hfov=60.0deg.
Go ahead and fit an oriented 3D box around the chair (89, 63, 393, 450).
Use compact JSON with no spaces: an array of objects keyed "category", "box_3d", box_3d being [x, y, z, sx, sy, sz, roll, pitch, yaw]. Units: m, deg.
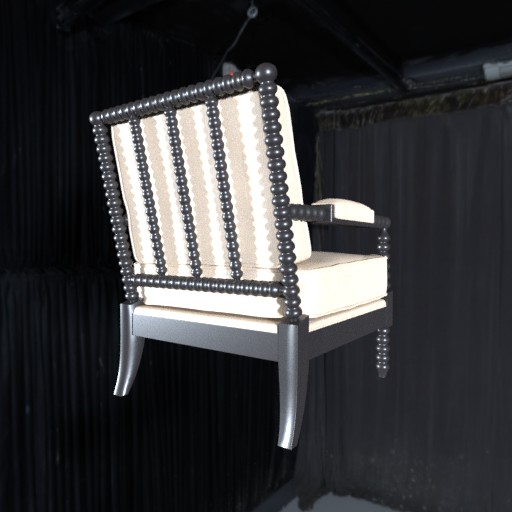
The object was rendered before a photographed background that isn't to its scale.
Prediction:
[{"category":"chair","box_3d":[0.000,0.000,1.177,0.555,0.703,0.657,1,2,35]}]
